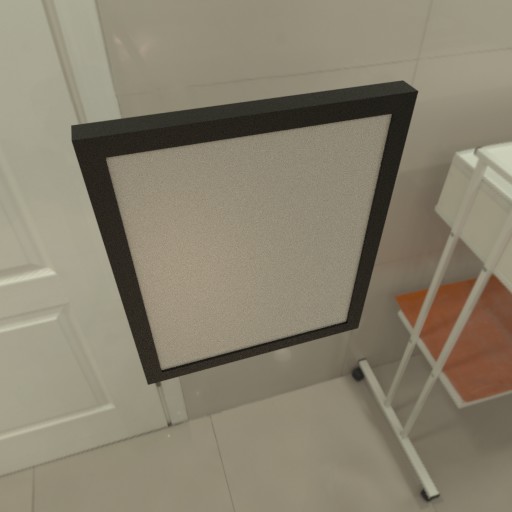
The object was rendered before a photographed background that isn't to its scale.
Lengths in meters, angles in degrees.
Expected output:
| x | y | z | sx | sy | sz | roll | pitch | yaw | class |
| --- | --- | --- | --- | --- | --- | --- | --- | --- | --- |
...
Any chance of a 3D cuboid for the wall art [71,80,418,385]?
| x | y | z | sx | sy | sz | roll | pitch | yaw | class |
| --- | --- | --- | --- | --- | --- | --- | --- | --- | --- |
| 0.000 | 0.000 | 0.544 | 0.330 | 0.381 | 0.029 | -12 | 44 | -13 | wall art |
